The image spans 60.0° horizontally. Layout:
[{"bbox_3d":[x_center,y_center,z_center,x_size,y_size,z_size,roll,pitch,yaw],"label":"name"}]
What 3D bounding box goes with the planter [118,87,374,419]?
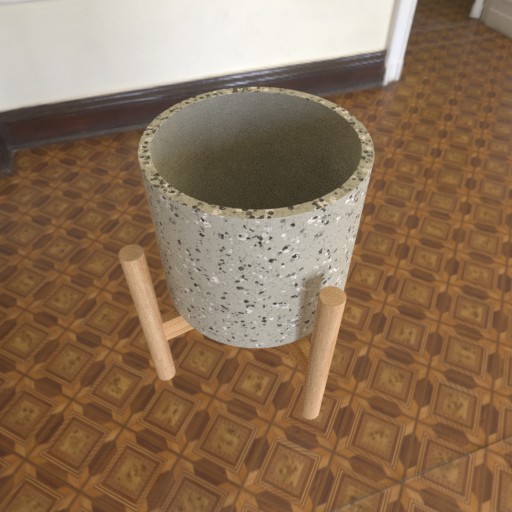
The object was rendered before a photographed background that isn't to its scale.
[{"bbox_3d":[0.000,0.000,0.539,0.284,0.320,0.284,-5,47,-5],"label":"planter"}]
